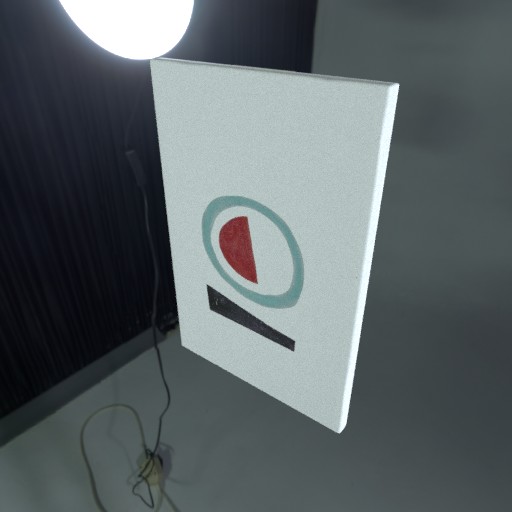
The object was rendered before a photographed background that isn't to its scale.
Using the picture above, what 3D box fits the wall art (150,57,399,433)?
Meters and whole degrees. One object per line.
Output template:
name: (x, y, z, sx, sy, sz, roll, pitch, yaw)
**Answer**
wall art: (0.000, 0.000, 1.149, 0.602, 0.902, 0.048, 21, 36, 31)
